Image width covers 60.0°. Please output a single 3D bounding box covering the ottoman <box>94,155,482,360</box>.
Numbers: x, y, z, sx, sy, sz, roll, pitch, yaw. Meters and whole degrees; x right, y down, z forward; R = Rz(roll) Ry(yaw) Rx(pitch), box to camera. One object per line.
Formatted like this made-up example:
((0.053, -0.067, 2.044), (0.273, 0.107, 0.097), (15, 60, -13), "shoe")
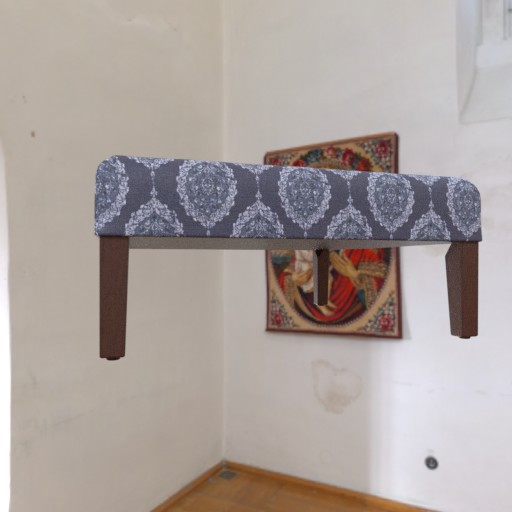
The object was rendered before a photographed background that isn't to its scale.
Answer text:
((0.000, 0.000, 1.366), (0.889, 0.409, 0.890), (0, -1, -17), "ottoman")
